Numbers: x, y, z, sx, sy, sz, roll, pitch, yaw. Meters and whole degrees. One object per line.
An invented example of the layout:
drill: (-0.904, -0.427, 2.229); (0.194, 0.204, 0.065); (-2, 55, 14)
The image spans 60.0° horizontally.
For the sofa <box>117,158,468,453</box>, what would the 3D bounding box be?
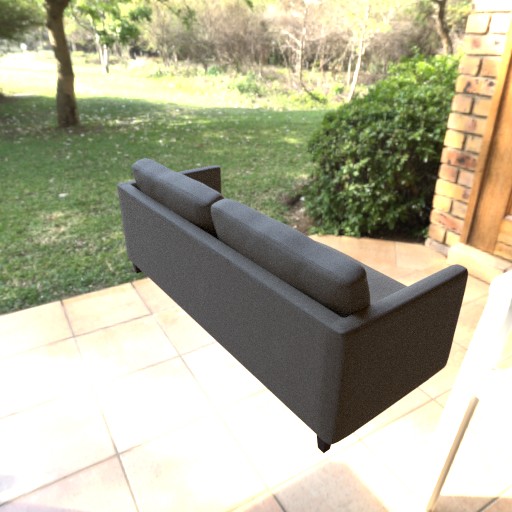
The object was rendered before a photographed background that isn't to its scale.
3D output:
sofa: (0.000, 0.000, 2.962); (0.951, 0.965, 2.434); (-19, 32, -32)
